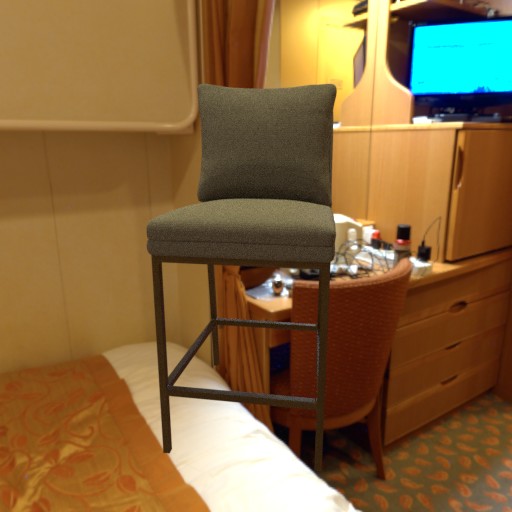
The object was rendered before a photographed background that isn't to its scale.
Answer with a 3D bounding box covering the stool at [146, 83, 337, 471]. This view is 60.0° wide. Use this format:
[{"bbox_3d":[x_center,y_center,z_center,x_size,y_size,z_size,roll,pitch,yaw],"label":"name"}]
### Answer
[{"bbox_3d":[0.000,0.000,1.346,0.463,1.031,0.569,2,15,9],"label":"stool"}]
